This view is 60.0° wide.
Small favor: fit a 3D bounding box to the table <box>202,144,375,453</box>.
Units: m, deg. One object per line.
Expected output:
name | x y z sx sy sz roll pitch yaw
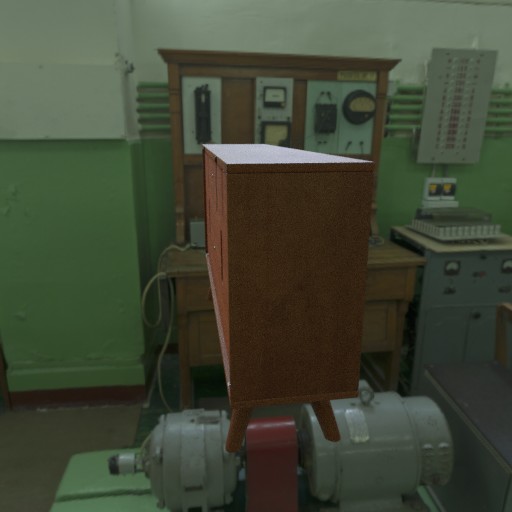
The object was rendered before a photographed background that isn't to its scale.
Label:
table | 0.000 0.000 1.491 0.308 0.698 1.220 -2 16 -8
